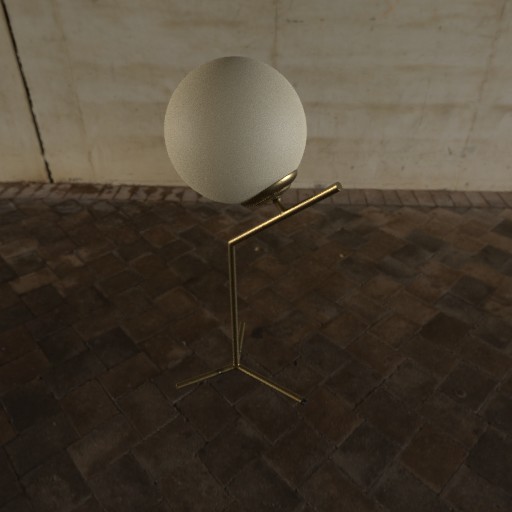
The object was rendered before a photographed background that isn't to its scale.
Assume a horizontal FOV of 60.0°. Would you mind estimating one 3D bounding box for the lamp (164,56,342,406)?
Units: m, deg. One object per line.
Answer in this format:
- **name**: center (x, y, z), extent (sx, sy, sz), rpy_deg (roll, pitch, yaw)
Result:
- **lamp**: center (0.000, 0.000, 0.673), extent (0.251, 0.552, 0.210), rpy_deg (21, 39, 28)
